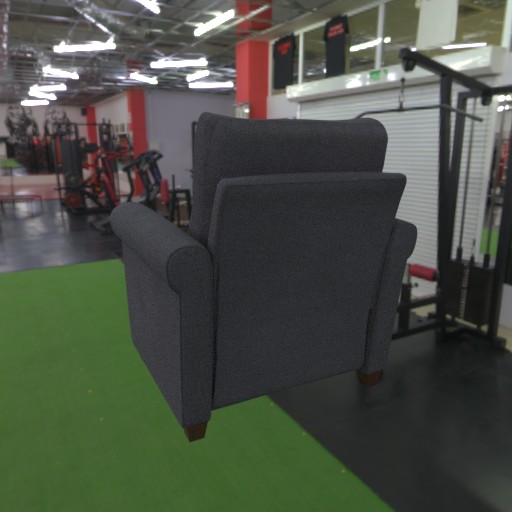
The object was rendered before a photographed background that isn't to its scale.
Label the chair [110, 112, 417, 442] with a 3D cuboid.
[{"bbox_3d":[0.000,0.000,1.602,0.867,0.942,0.828,-7,15,-27],"label":"chair"}]
